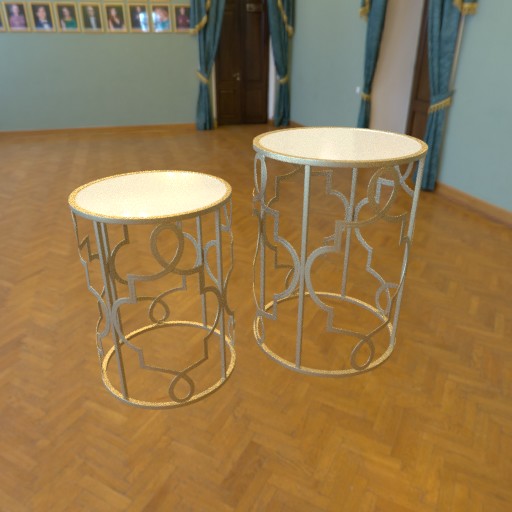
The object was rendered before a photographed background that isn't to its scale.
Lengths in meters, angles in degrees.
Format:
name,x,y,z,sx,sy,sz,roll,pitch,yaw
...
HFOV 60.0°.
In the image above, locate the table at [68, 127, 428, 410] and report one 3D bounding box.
name,x,y,z,sx,sy,sz,roll,pitch,yaw
table,0.000,0.000,1.156,0.846,0.564,0.420,-8,27,-16
